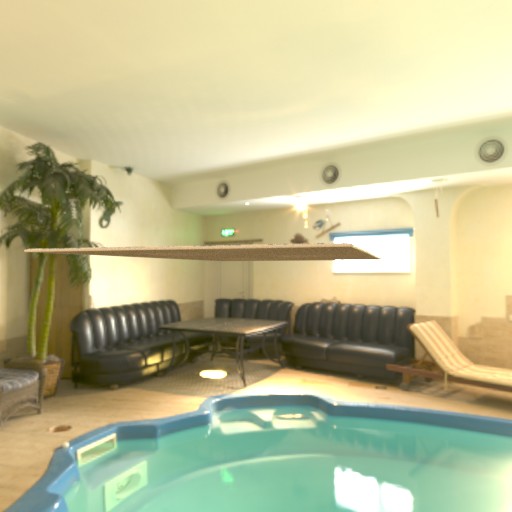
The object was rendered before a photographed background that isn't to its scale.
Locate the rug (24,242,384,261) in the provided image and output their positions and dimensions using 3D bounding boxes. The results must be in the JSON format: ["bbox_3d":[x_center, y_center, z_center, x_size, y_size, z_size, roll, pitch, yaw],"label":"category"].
[{"bbox_3d":[0.000,0.000,3.493,1.819,0.018,2.746,-1,-2,19],"label":"rug"}]
